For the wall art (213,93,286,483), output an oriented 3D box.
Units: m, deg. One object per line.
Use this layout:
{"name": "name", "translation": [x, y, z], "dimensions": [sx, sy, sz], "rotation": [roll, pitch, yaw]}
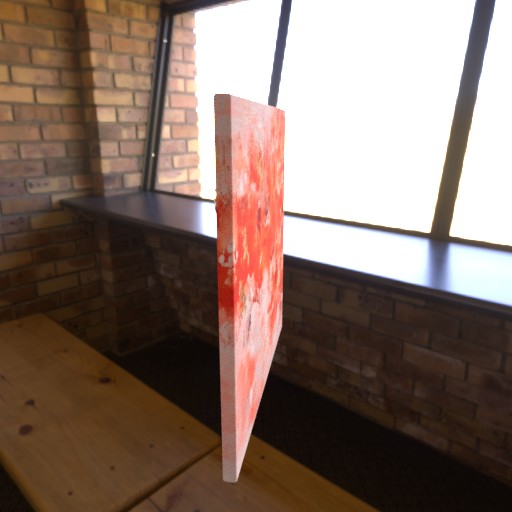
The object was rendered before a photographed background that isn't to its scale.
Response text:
{"name": "wall art", "translation": [0.000, 0.000, 1.355], "dimensions": [0.066, 0.878, 0.878], "rotation": [3, 17, 10]}
